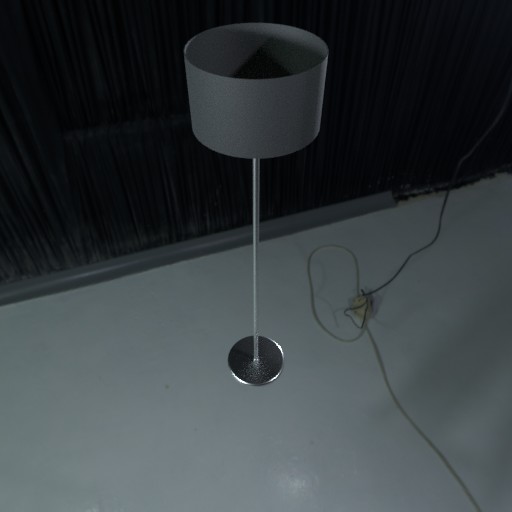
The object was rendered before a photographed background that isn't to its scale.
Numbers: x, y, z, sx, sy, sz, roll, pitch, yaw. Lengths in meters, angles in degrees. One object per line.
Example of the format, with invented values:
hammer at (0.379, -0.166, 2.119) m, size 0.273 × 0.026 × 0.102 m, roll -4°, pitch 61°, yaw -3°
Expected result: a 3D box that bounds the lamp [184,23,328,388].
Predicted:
lamp at (0.000, 0.000, 1.588) m, size 0.348 × 1.443 × 0.348 m, roll -17°, pitch 48°, yaw -16°
